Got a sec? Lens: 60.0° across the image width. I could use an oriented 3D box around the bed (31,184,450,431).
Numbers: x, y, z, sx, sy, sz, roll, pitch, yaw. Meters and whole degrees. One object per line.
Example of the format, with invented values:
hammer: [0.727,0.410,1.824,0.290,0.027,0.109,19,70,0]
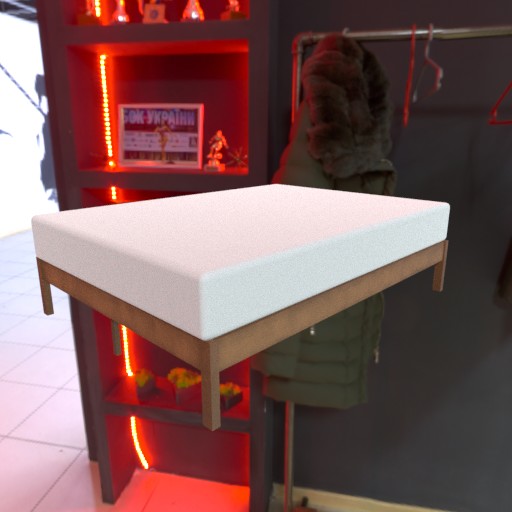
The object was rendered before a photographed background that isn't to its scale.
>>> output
bed: [0.000,0.000,2.722,1.529,0.593,2.050,15,22,42]
